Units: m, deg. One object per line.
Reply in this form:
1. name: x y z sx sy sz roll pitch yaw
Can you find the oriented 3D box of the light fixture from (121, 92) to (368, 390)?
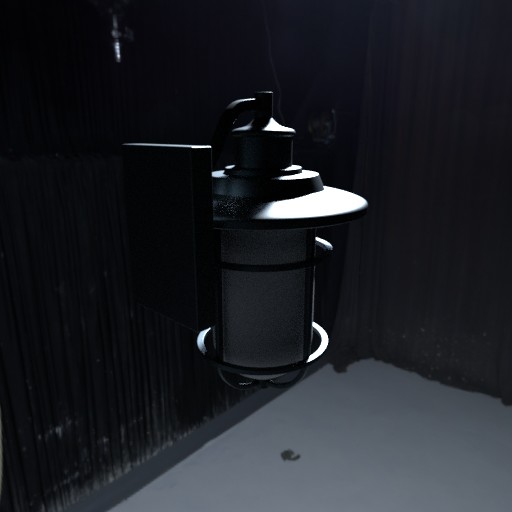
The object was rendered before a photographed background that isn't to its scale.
1. light fixture: 0.000 0.000 0.495 0.222 0.345 0.252 15 22 42
